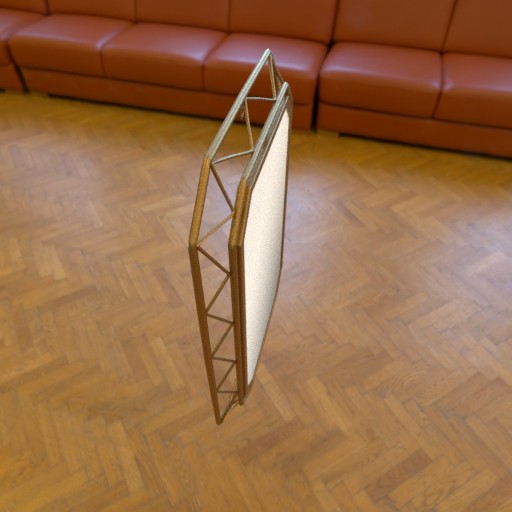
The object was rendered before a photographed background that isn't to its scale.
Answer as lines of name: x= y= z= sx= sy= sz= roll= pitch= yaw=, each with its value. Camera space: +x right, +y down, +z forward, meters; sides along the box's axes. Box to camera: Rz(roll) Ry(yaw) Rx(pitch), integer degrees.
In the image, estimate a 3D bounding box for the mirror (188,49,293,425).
mirror: x=0.000 y=0.000 z=0.734 sx=0.042 sy=0.566 sz=0.417 roll=10 pitch=48 yaw=9
